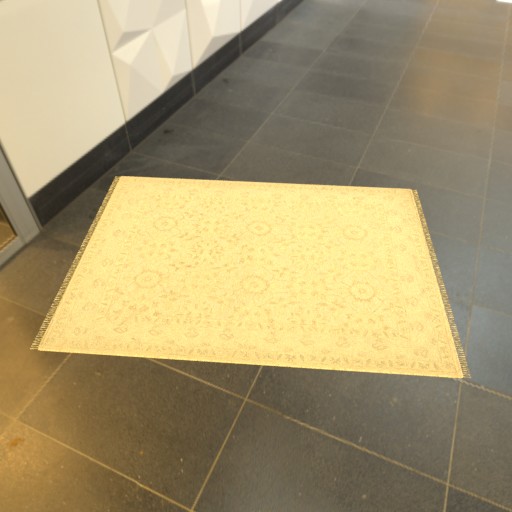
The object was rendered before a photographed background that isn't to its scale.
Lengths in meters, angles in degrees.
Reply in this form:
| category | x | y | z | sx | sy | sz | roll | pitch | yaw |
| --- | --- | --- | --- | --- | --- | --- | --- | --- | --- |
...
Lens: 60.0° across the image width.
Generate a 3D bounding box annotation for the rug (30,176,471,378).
| category | x | y | z | sx | sy | sz | roll | pitch | yaw |
| --- | --- | --- | --- | --- | --- | --- | --- | --- | --- |
| rug | 0.000 | 0.000 | 2.759 | 2.233 | 0.011 | 1.514 | 3 | 46 | 3 |
